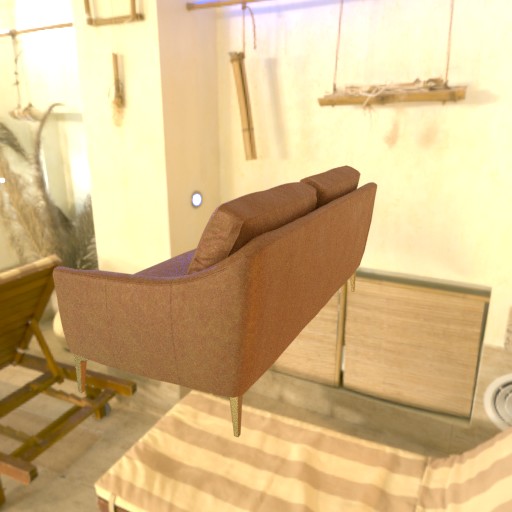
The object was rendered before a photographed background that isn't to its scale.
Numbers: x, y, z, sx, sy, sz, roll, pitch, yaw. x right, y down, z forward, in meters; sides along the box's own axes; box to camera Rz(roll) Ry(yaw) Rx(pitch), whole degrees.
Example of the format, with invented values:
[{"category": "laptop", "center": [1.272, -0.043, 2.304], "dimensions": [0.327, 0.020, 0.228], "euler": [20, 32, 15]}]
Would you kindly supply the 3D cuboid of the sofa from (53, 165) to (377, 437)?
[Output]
[{"category": "sofa", "center": [0.000, 0.000, 2.597], "dimensions": [0.981, 0.945, 2.036], "euler": [8, 19, 25]}]
